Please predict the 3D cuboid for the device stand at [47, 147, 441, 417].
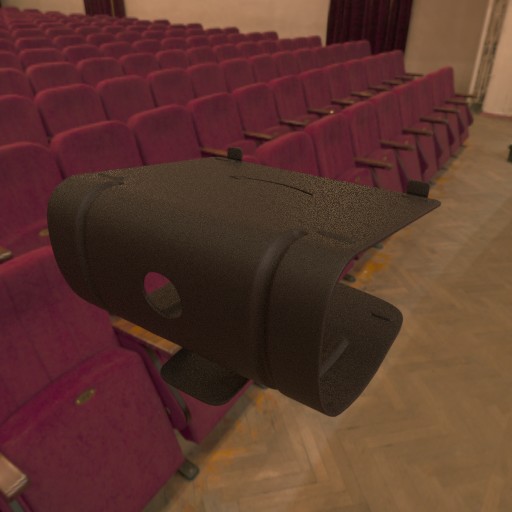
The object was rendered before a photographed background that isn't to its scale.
[{"bbox_3d":[0.000,0.000,0.397,0.256,0.155,0.236,17,34,28],"label":"device stand"}]
